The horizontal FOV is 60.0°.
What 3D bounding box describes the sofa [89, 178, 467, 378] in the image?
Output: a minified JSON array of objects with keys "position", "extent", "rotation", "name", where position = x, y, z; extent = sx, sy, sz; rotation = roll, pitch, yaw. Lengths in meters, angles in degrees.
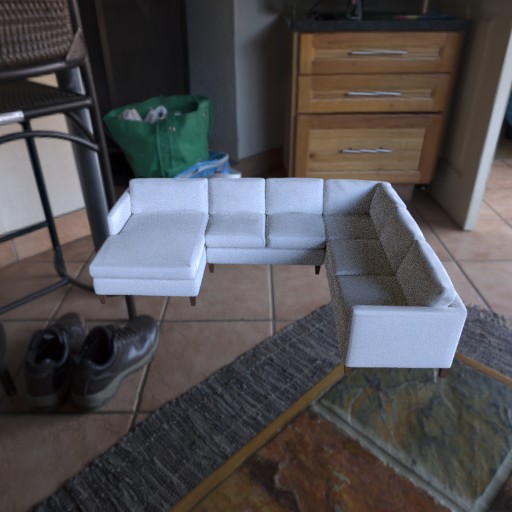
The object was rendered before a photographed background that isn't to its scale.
[{"position":[0.000,0.000,4.737],"extent":[3.459,0.956,2.593],"rotation":[1,31,2],"name":"sofa"}]
